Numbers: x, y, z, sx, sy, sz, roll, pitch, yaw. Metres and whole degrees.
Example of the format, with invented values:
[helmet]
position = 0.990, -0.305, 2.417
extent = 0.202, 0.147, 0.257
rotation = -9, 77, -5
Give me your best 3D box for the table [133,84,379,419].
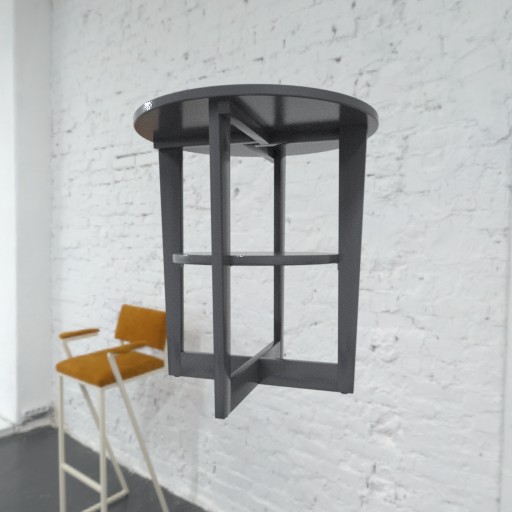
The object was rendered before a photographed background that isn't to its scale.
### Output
[table]
position = 0.000, 0.000, 0.944
extent = 0.500, 0.550, 0.500
rotation = 0, 2, 0
